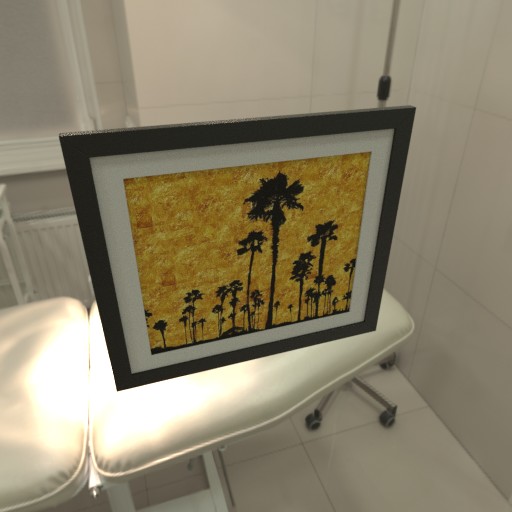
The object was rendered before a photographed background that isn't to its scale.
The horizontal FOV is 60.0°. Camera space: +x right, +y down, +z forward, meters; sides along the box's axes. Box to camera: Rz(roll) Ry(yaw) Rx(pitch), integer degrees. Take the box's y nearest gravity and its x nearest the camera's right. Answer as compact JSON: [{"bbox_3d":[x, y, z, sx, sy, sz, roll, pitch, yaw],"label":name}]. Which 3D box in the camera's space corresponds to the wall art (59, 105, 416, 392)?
[{"bbox_3d":[0.000,0.000,0.544,0.383,0.332,0.012,-10,32,-16],"label":"wall art"}]
